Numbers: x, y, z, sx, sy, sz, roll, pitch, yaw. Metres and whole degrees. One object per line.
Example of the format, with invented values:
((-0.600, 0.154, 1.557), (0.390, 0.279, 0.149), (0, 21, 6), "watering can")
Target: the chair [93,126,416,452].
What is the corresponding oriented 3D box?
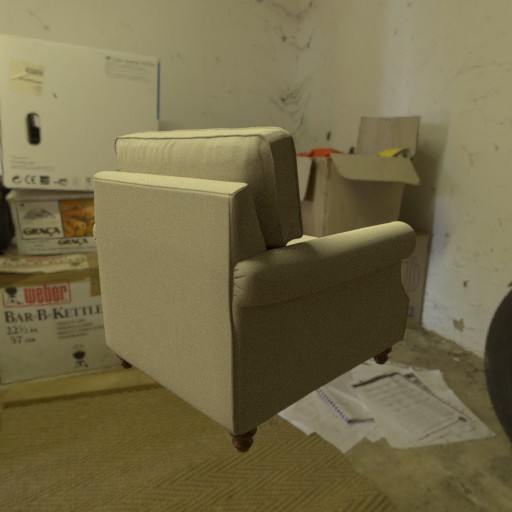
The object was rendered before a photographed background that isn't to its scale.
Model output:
((0.000, 0.000, 1.779), (0.966, 0.967, 1.029), (-13, 19, -42), "chair")
